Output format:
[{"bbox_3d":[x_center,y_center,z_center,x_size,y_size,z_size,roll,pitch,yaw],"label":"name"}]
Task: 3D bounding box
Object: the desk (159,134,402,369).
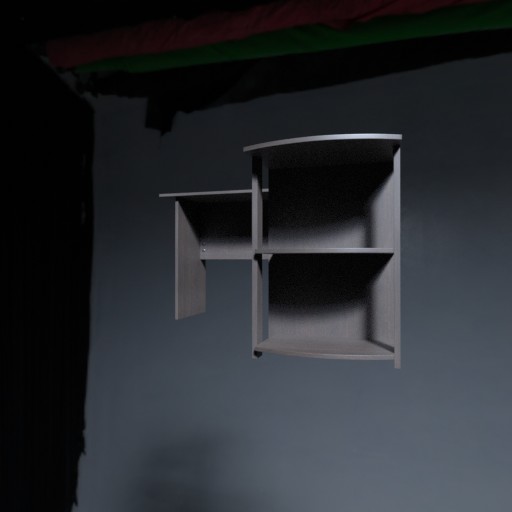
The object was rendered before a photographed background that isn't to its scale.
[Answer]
[{"bbox_3d":[0.000,0.000,2.103,1.303,0.716,1.361,0,0,18],"label":"desk"}]
